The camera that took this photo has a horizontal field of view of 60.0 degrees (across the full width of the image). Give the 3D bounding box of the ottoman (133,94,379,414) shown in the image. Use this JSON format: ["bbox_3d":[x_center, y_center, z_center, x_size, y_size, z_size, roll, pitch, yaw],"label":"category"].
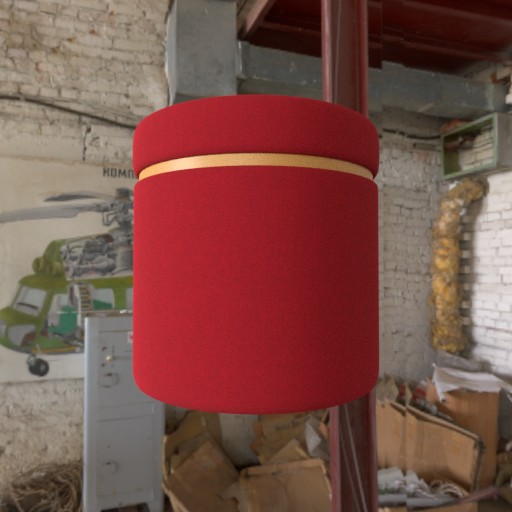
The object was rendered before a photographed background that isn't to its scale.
[{"bbox_3d":[0.000,0.000,0.742,0.400,0.406,0.400,0,-1,0],"label":"ottoman"}]
